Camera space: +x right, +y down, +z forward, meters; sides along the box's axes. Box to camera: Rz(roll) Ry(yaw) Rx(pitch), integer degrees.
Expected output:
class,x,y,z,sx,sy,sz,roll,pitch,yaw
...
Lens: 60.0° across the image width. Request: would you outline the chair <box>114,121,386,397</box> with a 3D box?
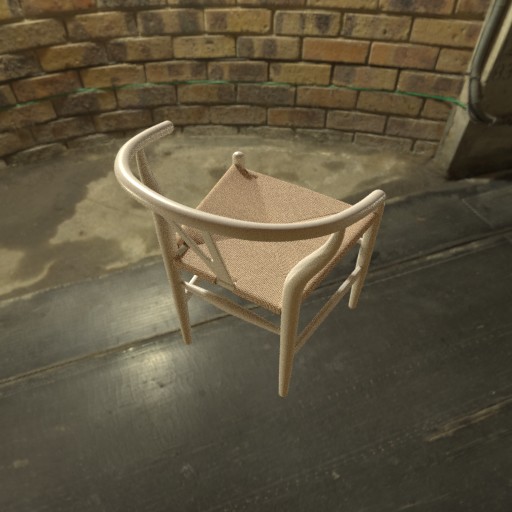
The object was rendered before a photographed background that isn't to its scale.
class,x,y,z,sx,sy,sz,roll,pitch,yaw
chair,0.000,0.000,1.177,0.569,0.730,0.579,23,50,21
